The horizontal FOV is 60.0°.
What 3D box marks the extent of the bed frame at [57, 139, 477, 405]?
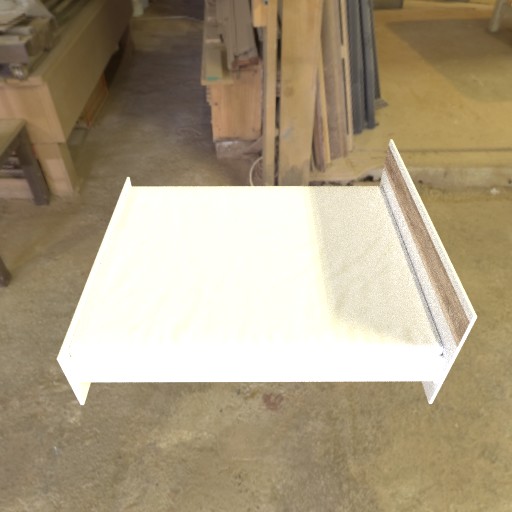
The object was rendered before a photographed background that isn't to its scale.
[{"bbox_3d":[0.000,0.000,2.970,2.060,0.800,1.720,0,42,0],"label":"bed frame"}]
